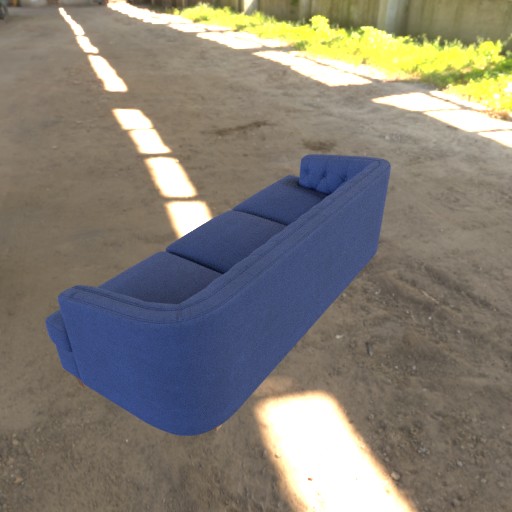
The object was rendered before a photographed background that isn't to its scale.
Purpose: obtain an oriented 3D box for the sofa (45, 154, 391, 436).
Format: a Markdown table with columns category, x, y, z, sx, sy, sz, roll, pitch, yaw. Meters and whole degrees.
| category | x | y | z | sx | sy | sz | roll | pitch | yaw |
| --- | --- | --- | --- | --- | --- | --- | --- | --- | --- |
| sofa | 0.000 | 0.000 | 2.672 | 0.914 | 0.787 | 2.235 | 20 | 37 | 29 |
